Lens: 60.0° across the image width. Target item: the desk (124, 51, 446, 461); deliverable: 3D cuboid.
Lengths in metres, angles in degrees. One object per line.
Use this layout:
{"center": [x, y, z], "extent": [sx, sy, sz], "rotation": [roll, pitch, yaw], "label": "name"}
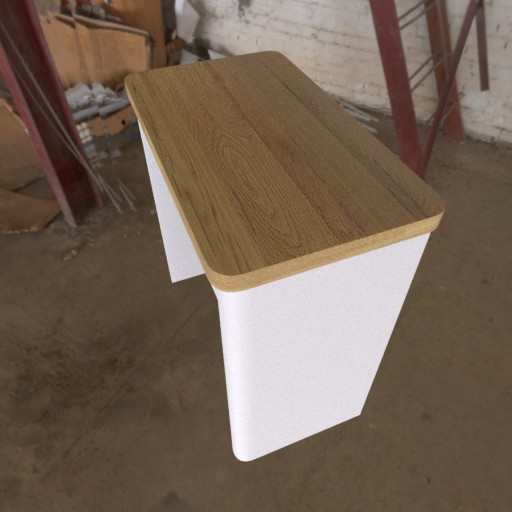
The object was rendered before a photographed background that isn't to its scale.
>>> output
{"center": [0.000, 0.000, 1.240], "extent": [0.440, 0.790, 0.760], "rotation": [-16, 48, -15], "label": "desk"}
